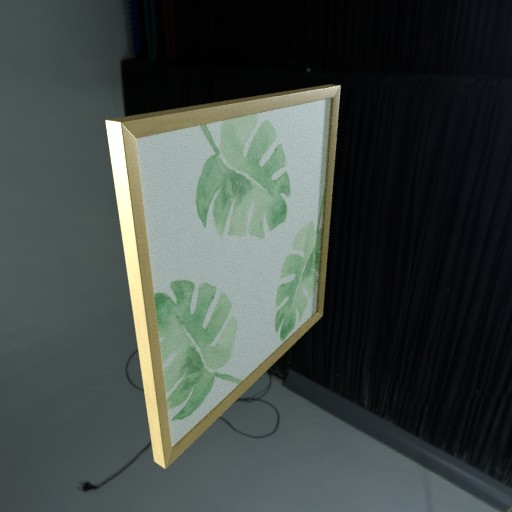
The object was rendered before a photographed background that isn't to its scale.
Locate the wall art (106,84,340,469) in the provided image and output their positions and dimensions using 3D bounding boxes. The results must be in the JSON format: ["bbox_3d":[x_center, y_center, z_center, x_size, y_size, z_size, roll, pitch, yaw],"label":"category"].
[{"bbox_3d":[0.000,0.000,1.127,0.037,0.763,0.763,17,31,31],"label":"wall art"}]
